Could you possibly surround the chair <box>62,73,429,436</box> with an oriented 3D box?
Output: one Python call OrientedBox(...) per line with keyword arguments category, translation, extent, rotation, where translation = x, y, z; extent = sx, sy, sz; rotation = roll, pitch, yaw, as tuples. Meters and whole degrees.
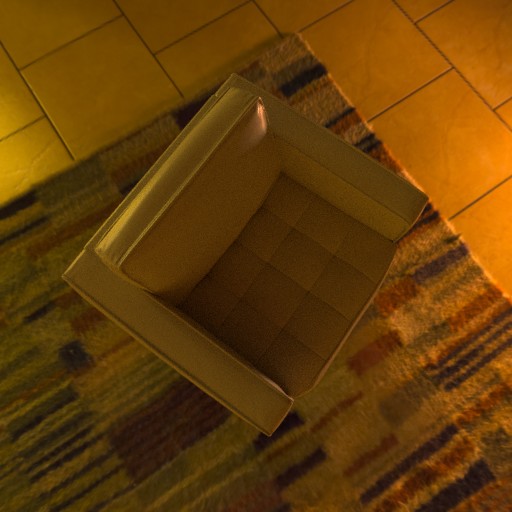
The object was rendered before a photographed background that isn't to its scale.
OrientedBox(category="chair", translation=(0.000, 0.000, 1.551), extent=(0.843, 0.773, 0.928), rotation=(35, 79, 8))
